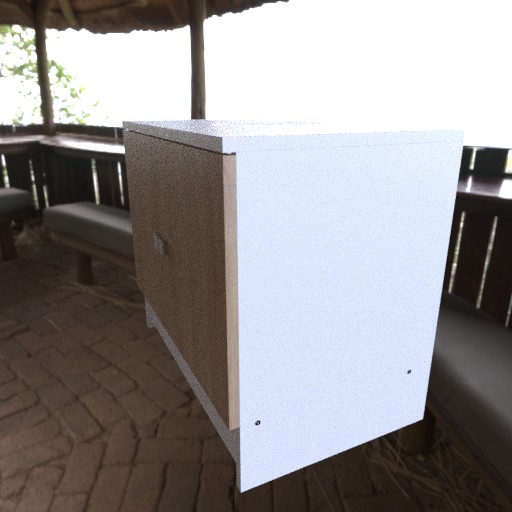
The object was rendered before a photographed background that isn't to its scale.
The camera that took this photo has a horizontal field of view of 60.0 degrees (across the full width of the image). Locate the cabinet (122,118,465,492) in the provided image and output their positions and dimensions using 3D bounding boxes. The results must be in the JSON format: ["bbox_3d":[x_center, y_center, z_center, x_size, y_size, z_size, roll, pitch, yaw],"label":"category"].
[{"bbox_3d":[0.000,0.000,0.914,0.400,0.522,0.600,-9,21,-25],"label":"cabinet"}]
